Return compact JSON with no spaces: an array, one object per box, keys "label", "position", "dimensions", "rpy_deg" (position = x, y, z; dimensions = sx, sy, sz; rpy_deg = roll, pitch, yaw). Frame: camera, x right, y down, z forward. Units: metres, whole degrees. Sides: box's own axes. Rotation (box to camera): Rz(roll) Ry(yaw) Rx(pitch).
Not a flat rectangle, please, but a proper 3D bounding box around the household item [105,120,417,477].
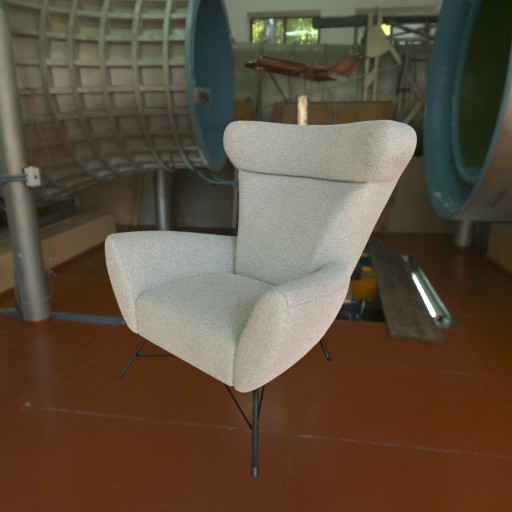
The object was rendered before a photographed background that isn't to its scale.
[{"label":"household item","position":[0.000,0.000,1.792],"dimensions":[0.980,1.050,0.900],"rpy_deg":[15,22,41]}]
